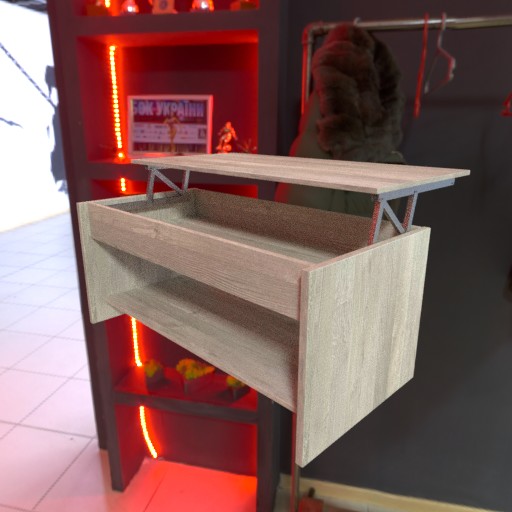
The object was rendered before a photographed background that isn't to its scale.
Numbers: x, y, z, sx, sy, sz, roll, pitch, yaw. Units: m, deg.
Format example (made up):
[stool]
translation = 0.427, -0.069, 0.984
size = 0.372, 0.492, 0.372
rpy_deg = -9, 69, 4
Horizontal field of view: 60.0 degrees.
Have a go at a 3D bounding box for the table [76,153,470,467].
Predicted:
[table]
translation = 0.000, 0.000, 1.433
size = 0.712, 0.570, 1.000
rpy_deg = -16, 23, -42
